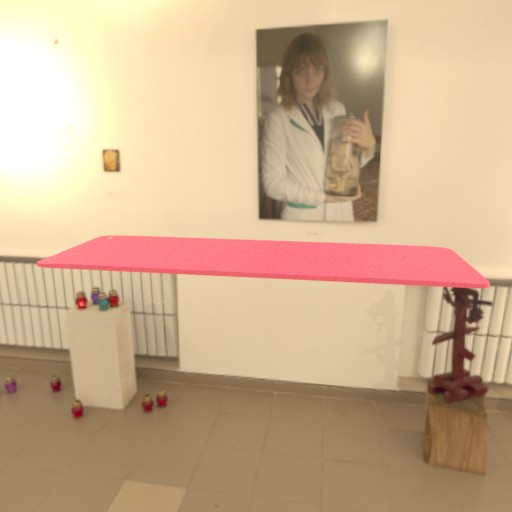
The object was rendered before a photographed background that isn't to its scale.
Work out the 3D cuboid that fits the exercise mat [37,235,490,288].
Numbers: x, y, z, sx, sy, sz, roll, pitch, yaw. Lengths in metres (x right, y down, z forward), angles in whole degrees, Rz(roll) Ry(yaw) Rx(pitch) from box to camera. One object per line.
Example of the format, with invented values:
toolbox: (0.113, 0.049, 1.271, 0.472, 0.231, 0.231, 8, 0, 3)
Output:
exercise mat: (0.000, 0.000, 2.076, 1.884, 0.021, 0.616, 2, 15, 9)
